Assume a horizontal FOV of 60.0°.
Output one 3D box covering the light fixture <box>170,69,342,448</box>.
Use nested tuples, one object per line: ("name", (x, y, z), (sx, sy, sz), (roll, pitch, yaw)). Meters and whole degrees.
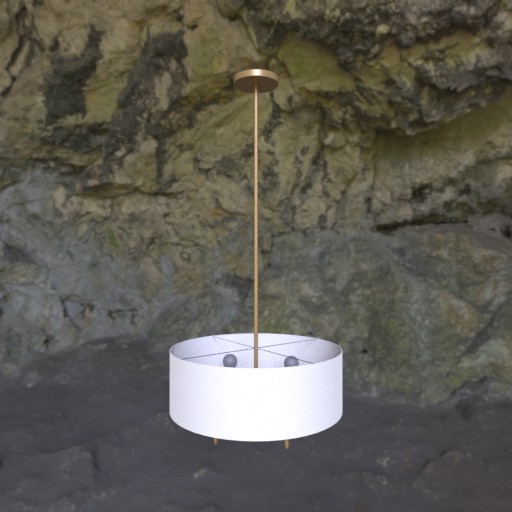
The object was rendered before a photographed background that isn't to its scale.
("light fixture", (0.000, 0.000, 1.329), (0.508, 1.067, 0.508), (0, 0, 0))
